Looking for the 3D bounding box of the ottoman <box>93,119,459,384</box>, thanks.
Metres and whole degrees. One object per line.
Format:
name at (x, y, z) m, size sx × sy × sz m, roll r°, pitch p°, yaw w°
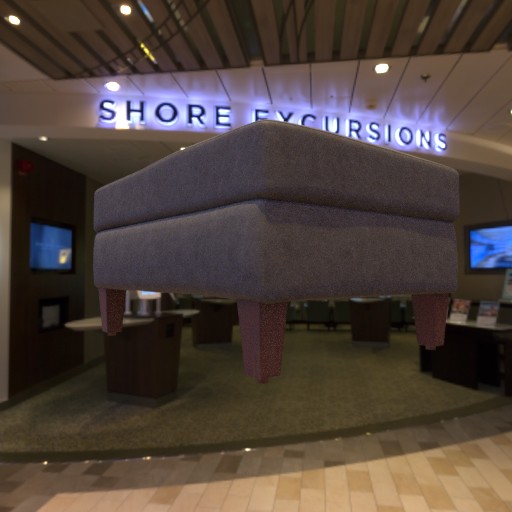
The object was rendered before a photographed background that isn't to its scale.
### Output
ottoman at (0.000, 0.000, 1.210) m, size 0.639 × 0.464 × 0.839 m, roll 2°, pitch -3°, yaw -38°
